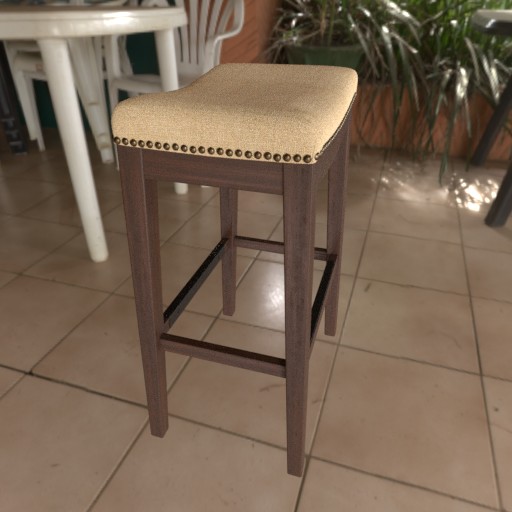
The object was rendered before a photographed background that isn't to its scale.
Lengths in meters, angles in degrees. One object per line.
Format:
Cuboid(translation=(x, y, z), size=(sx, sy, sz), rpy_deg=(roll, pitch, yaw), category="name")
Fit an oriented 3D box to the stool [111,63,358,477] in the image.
Cuboid(translation=(0.000, 0.000, 1.016), size=(0.363, 0.768, 0.509), rpy_deg=(9, 32, 15), category="stool")
